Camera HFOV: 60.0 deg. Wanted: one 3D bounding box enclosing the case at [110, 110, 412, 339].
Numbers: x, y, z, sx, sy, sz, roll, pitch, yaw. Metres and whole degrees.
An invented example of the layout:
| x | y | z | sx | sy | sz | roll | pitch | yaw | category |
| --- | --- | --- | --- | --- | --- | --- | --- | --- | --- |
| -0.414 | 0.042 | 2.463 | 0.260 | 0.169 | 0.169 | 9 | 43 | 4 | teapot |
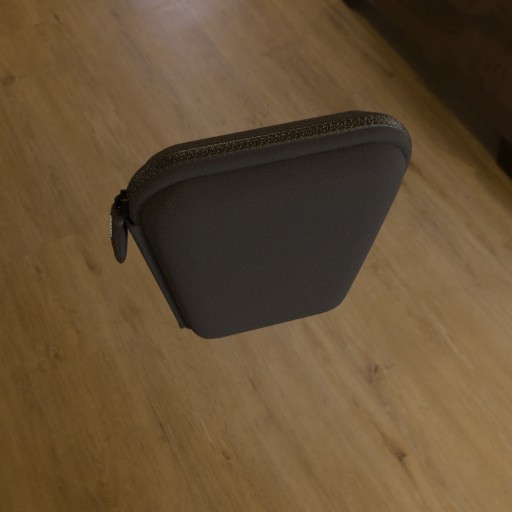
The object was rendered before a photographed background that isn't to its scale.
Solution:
| x | y | z | sx | sy | sz | roll | pitch | yaw | category |
| --- | --- | --- | --- | --- | --- | --- | --- | --- | --- |
| 0.000 | 0.000 | 0.193 | 0.107 | 0.147 | 0.030 | -13 | 64 | -6 | case |
